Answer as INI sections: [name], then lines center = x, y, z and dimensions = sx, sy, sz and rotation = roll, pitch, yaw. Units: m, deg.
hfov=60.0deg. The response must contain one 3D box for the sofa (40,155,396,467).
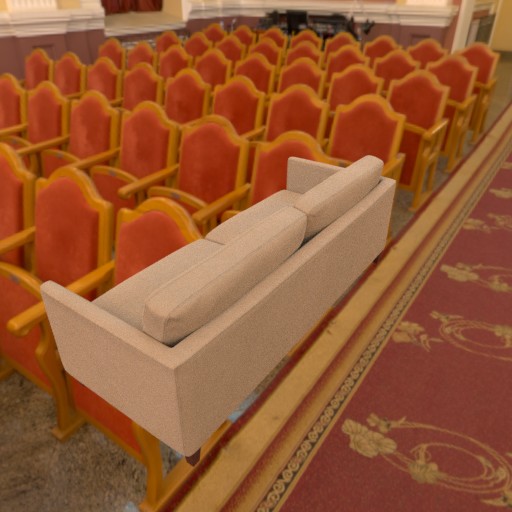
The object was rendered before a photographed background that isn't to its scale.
[sofa]
center = 0.000, 0.000, 2.899
dimensions = 0.988, 0.912, 2.404
rotation = 21, 37, 30
